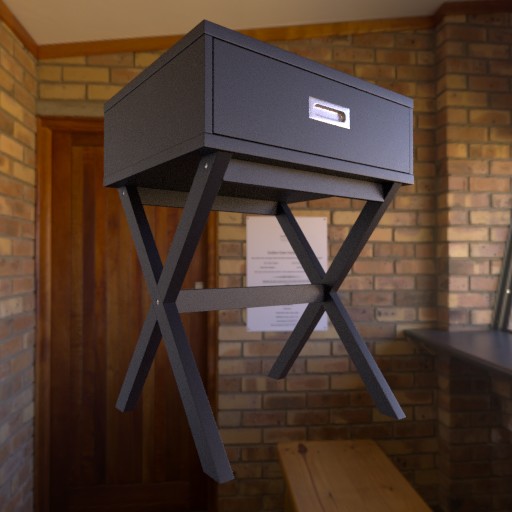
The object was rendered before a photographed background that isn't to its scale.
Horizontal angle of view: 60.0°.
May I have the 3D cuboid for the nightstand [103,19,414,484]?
[{"bbox_3d":[0.000,0.000,0.889,0.479,0.623,0.402,1,-1,-37],"label":"nightstand"}]
